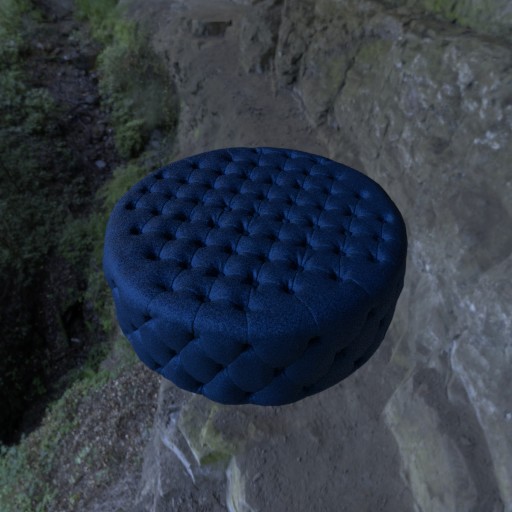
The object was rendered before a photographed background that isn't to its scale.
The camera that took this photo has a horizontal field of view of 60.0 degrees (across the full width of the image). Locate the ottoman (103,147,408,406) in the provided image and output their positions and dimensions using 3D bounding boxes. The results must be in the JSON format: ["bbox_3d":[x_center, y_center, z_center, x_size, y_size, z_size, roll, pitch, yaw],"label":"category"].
[{"bbox_3d":[0.000,0.000,1.545,0.998,0.398,0.998,0,41,0],"label":"ottoman"}]
